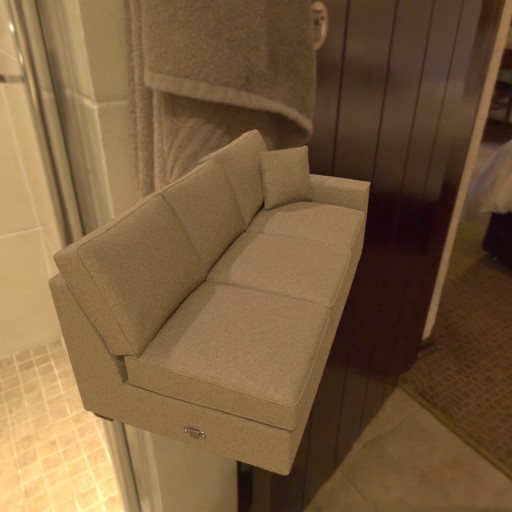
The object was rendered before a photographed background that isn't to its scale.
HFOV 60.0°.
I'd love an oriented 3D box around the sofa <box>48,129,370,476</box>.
[{"bbox_3d":[0.000,0.000,2.490,1.034,0.946,1.963,10,31,17],"label":"sofa"}]
